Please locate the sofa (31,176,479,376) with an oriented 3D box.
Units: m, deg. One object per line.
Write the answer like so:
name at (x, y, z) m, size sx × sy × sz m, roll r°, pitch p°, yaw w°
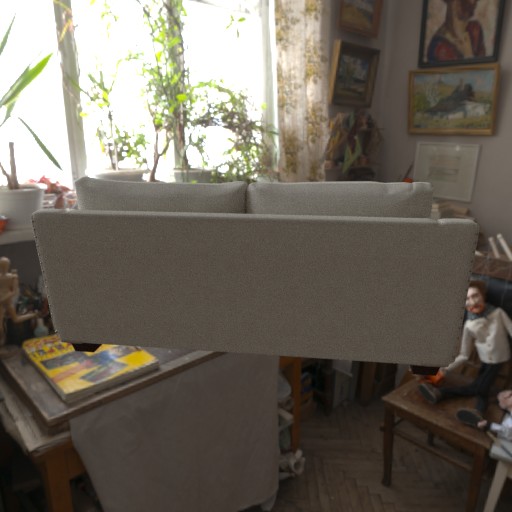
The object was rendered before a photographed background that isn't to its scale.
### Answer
sofa at (0.000, 0.000, 2.660) m, size 2.107 × 0.983 × 1.104 m, roll 2°, pitch 16°, yaw 7°
